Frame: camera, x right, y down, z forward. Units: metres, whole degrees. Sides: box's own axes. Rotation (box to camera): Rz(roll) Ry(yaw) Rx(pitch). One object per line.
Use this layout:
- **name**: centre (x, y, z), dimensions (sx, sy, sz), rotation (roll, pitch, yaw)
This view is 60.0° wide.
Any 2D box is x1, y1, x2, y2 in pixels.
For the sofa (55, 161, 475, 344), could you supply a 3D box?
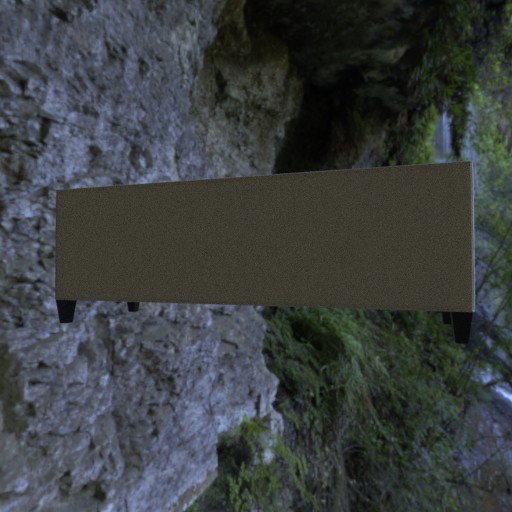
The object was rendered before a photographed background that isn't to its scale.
- **sofa**: centre (0.000, 0.000, 2.526), dimensions (2.159, 0.762, 0.775), rotation (0, -1, 19)
